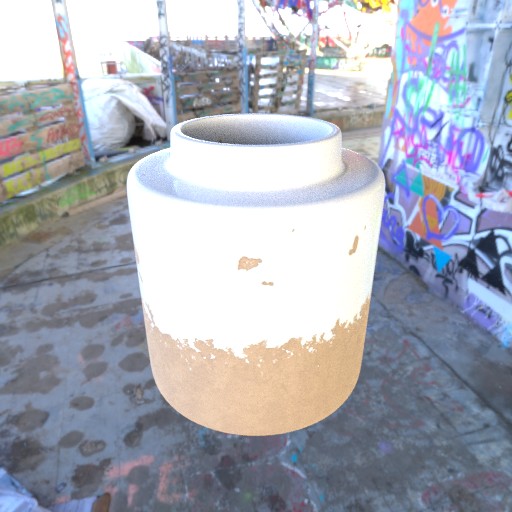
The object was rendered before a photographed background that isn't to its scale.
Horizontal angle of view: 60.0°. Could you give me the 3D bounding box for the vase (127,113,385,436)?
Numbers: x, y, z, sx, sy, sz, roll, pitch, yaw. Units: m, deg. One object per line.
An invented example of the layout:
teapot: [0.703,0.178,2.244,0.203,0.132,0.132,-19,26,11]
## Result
vase: [0.000,0.000,0.294,0.153,0.167,0.153,0,27,0]
